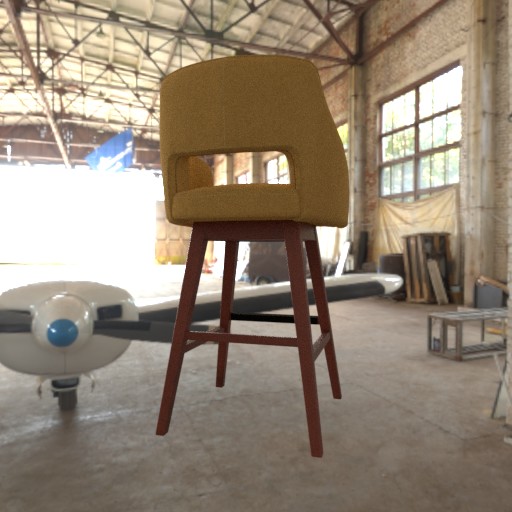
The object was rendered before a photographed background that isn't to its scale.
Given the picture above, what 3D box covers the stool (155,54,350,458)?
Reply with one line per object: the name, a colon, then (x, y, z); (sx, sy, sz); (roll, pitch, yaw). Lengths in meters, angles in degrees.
stool: (0.000, 0.000, 1.376); (0.548, 1.012, 0.558); (0, 1, 17)
